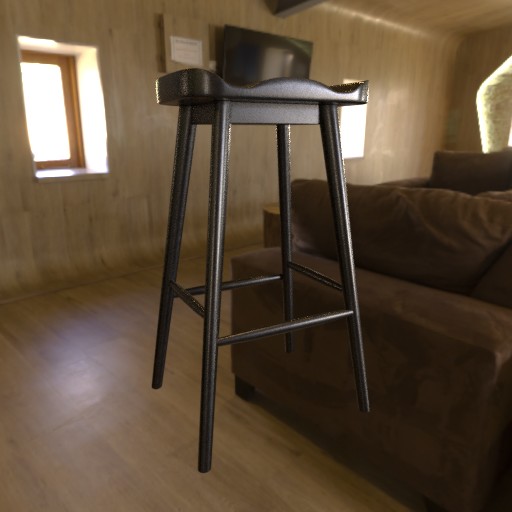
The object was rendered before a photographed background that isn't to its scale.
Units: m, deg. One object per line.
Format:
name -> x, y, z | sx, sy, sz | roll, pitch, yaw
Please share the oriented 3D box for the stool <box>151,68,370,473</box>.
stool -> 0.000, 0.000, 1.018 | 0.440, 0.749, 0.361 | -8, 18, -27
